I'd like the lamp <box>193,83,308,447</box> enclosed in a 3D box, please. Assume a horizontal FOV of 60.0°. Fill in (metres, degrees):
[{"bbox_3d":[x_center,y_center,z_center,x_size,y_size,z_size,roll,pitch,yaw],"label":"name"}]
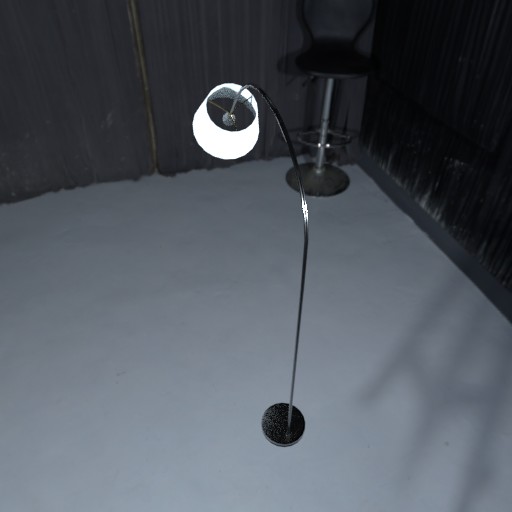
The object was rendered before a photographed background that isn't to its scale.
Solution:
[{"bbox_3d":[0.000,0.000,2.698,0.406,2.098,1.445,-13,43,-14],"label":"lamp"}]
